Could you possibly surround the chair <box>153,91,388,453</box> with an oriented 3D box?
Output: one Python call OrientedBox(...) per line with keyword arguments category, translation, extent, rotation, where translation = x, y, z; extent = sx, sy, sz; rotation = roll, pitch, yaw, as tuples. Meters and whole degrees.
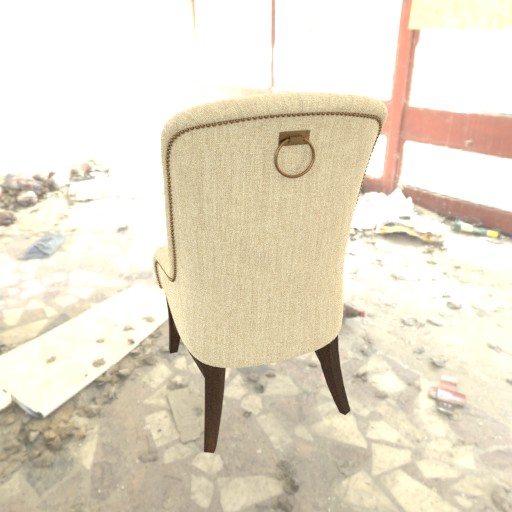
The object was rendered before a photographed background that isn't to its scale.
OrientedBox(category="chair", translation=(0.000, 0.000, 1.497), extent=(0.634, 1.091, 0.629), rotation=(-9, 27, -18))
